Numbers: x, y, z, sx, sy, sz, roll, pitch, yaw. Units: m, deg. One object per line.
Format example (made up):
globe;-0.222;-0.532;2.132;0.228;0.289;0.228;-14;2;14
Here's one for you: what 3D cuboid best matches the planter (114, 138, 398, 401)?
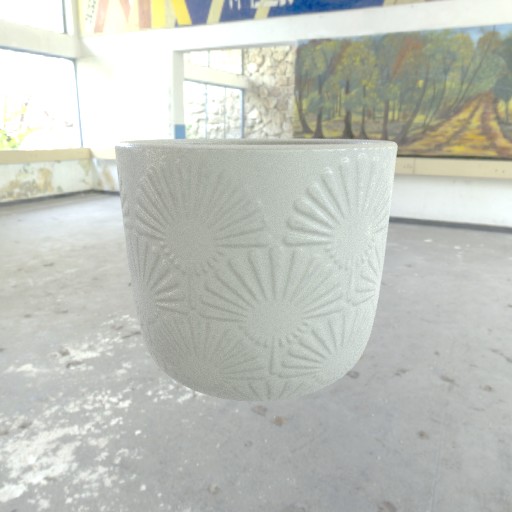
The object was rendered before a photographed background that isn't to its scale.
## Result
planter;0.000;0.000;0.217;0.124;0.109;0.124;0;16;0
